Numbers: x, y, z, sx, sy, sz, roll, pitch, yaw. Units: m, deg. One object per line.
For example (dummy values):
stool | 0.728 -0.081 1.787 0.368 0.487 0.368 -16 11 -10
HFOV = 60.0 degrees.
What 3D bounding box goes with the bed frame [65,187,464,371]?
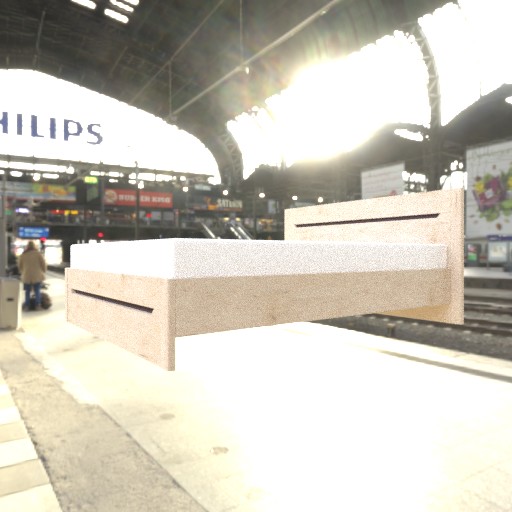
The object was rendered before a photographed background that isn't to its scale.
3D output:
bed frame | 0.000 0.000 3.027 2.080 0.900 1.800 0 0 -36
